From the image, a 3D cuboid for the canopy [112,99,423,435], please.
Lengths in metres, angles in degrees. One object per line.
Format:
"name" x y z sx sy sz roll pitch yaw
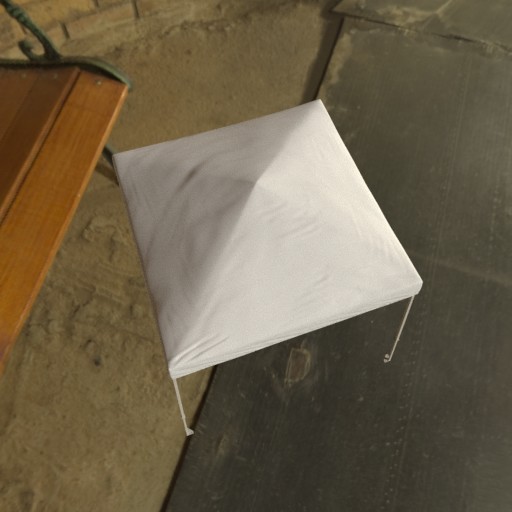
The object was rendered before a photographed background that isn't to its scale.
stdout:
"canopy" 0.000 0.000 6.426 3.600 3.600 3.599 -18 65 -8
